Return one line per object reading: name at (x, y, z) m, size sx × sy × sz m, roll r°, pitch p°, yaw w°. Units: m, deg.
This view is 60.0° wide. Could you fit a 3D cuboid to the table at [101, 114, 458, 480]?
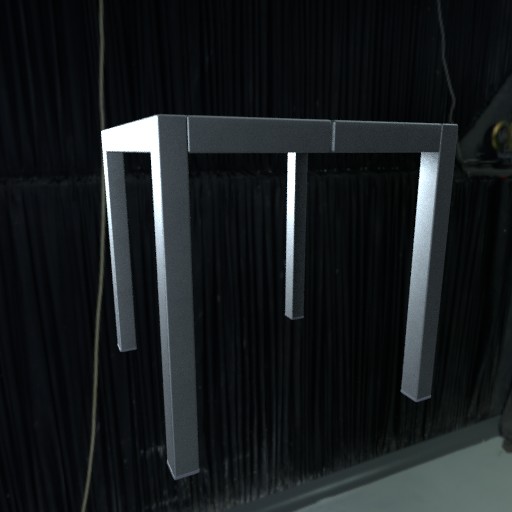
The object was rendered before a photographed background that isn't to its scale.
table at (0.000, 0.000, 0.913) m, size 0.508 × 0.508 × 0.508 m, roll -6°, pitch 15°, yaw -25°
